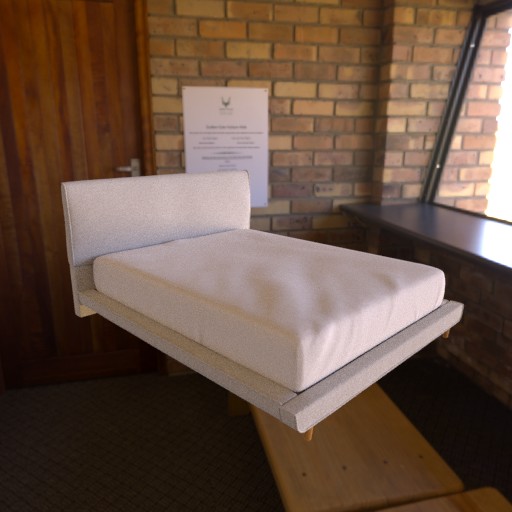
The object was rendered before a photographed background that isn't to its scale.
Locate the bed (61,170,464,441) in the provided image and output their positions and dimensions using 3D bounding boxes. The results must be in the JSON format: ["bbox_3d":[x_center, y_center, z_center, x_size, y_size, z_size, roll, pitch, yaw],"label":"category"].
[{"bbox_3d":[0.000,0.000,3.451,1.980,1.126,2.498,-15,21,-43],"label":"bed"}]
